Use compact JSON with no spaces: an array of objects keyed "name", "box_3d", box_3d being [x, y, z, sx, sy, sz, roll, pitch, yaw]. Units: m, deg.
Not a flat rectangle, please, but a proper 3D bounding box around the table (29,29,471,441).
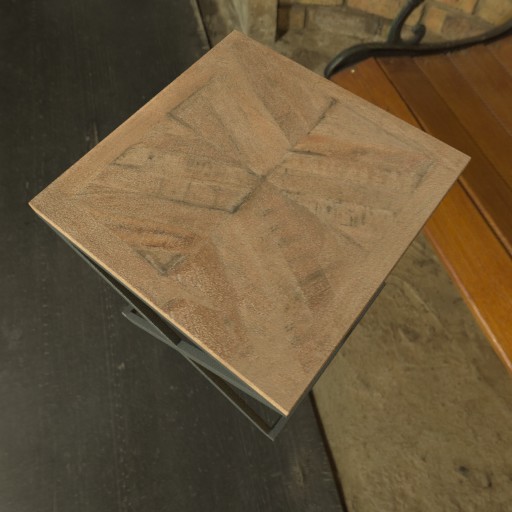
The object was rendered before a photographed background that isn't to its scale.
[{"name":"table","box_3d":[0.000,0.000,0.939,0.498,0.550,0.499,35,69,16]}]
